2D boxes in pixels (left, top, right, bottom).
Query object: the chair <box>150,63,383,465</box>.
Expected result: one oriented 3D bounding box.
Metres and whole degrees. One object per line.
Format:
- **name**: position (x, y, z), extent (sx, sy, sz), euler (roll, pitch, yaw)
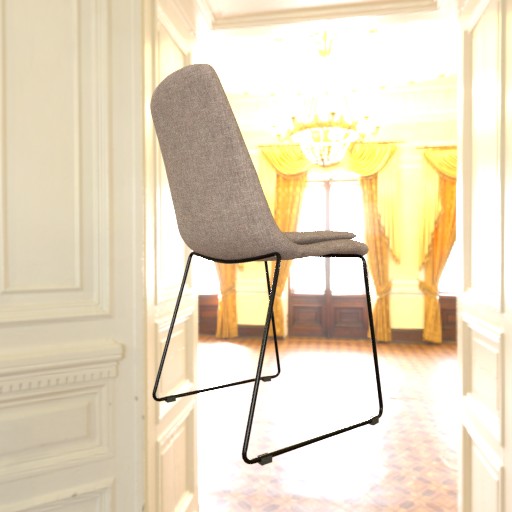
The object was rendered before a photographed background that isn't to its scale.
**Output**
- **chair**: position (0.000, 0.000, 1.195), extent (0.518, 0.858, 0.479), euler (-1, 1, -36)
